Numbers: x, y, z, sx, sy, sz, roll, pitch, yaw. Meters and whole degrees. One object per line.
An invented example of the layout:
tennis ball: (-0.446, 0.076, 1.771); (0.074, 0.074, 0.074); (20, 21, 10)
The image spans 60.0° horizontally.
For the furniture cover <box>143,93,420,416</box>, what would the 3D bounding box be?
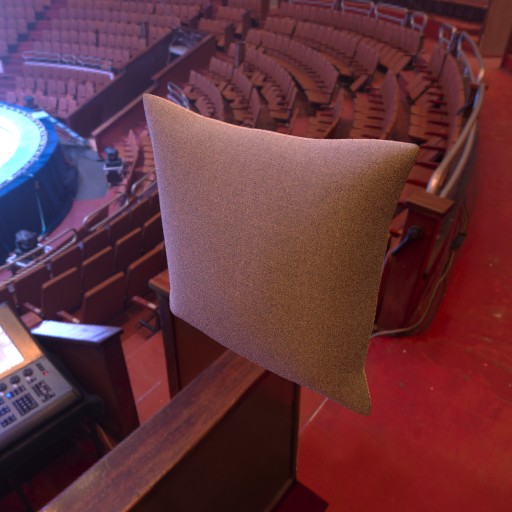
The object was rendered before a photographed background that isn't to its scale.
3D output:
furniture cover: (0.000, 0.000, 0.803); (0.512, 0.506, 0.178); (21, 38, 31)
